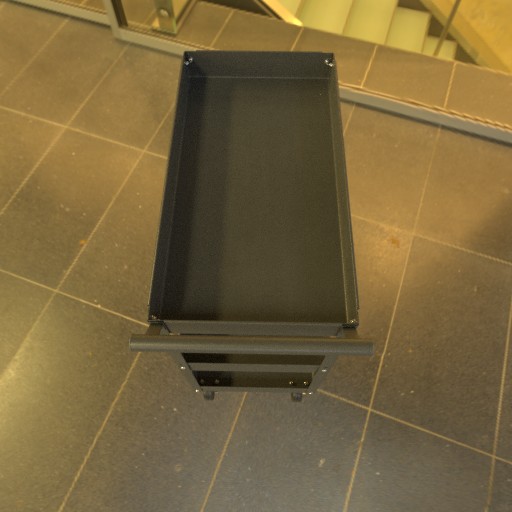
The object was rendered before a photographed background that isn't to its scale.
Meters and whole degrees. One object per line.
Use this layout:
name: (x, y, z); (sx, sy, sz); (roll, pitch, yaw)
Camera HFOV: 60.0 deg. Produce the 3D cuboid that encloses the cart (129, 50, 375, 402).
cart: (0.000, 0.000, 1.165); (0.366, 0.780, 0.719); (1, 63, 0)
